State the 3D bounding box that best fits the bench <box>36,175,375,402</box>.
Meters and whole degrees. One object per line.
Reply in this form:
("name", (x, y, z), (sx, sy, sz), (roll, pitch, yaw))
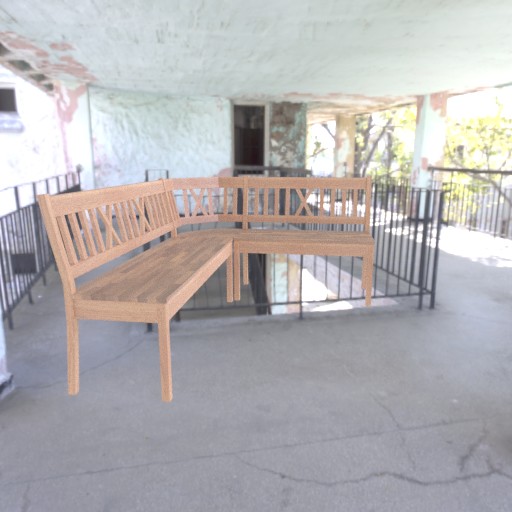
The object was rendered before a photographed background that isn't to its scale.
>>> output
("bench", (0.000, 0.000, 2.742), (1.537, 0.902, 1.937), (2, 13, 8))
